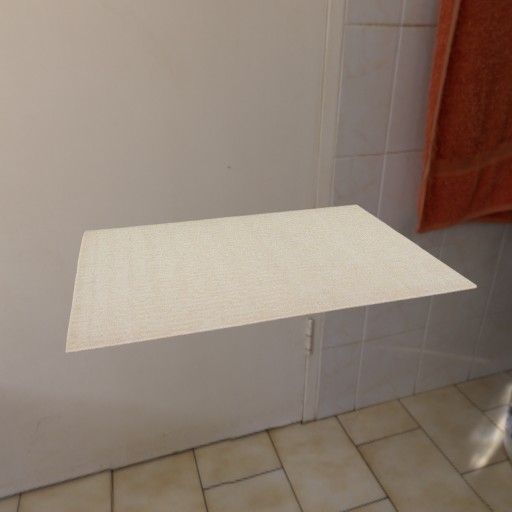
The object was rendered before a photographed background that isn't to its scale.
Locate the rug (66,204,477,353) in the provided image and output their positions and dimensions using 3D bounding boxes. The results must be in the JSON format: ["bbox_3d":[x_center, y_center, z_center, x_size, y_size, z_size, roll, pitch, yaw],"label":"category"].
[{"bbox_3d":[0.000,0.000,2.407,1.848,0.014,1.238,-7,26,-14],"label":"rug"}]
